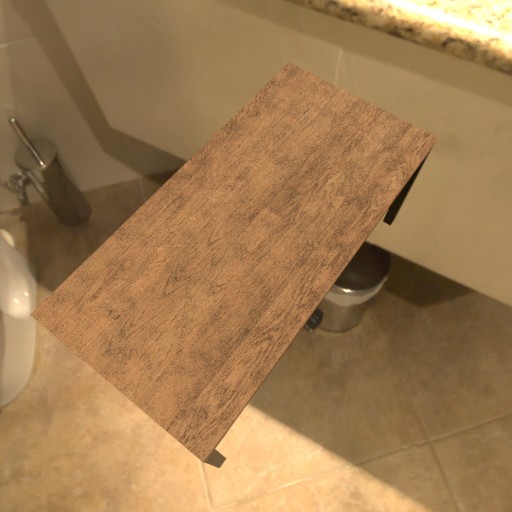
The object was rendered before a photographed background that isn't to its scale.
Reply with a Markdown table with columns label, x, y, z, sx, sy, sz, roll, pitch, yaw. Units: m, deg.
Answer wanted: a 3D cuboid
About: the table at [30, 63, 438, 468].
| label | x | y | z | sx | sy | sz | roll | pitch | yaw |
| --- | --- | --- | --- | --- | --- | --- | --- | --- | --- |
| table | 0.000 | 0.000 | 2.309 | 0.893 | 0.767 | 1.805 | 33 | 68 | 16 |
